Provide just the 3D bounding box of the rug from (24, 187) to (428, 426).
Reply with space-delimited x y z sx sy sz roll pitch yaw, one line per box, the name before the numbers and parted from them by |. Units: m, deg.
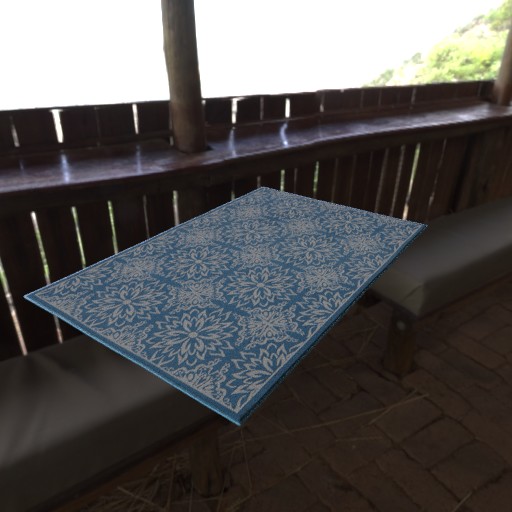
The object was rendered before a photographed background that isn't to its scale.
rug | 0.000 0.000 3.479 1.830 0.018 2.769 19 33 31
